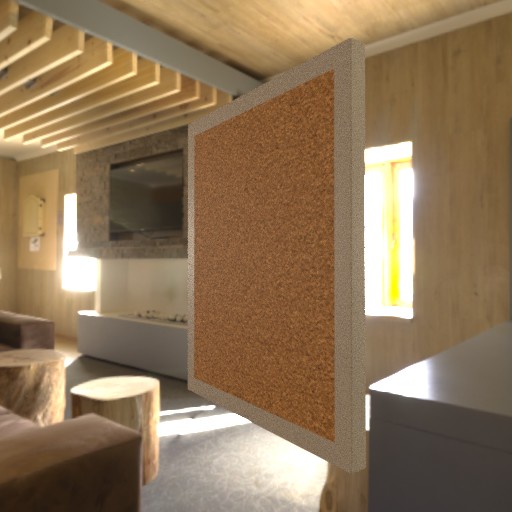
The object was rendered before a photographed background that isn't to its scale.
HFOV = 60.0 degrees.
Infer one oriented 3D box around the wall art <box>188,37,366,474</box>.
[{"bbox_3d":[0.000,0.000,0.755,0.028,0.556,0.454,0,-1,-36],"label":"wall art"}]
